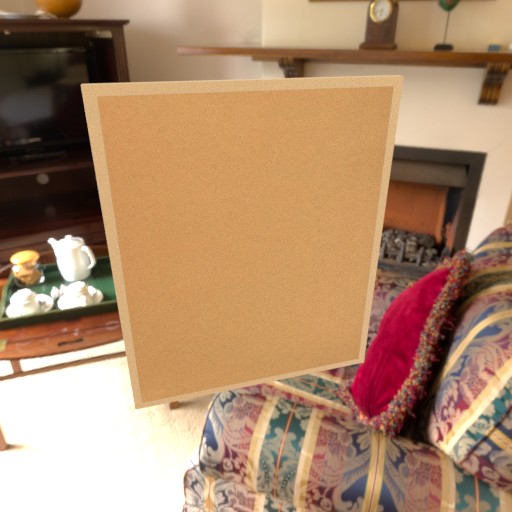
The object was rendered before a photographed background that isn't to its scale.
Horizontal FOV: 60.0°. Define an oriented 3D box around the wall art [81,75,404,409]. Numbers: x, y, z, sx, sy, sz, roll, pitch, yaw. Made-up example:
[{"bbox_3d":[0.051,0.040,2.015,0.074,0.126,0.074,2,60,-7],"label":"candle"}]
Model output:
[{"bbox_3d":[0.000,0.000,0.615,0.382,0.456,0.013,-7,28,-14],"label":"wall art"}]
